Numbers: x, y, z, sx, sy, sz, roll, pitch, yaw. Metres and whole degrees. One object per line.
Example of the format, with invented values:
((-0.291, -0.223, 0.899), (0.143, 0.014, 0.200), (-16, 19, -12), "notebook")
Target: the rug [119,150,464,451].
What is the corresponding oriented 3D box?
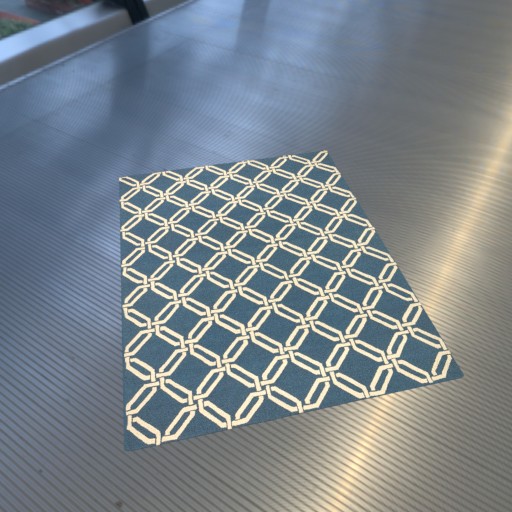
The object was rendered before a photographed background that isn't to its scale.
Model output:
((0.000, 0.000, 3.809), (2.277, 0.020, 2.867), (-9, 47, -9), "rug")
